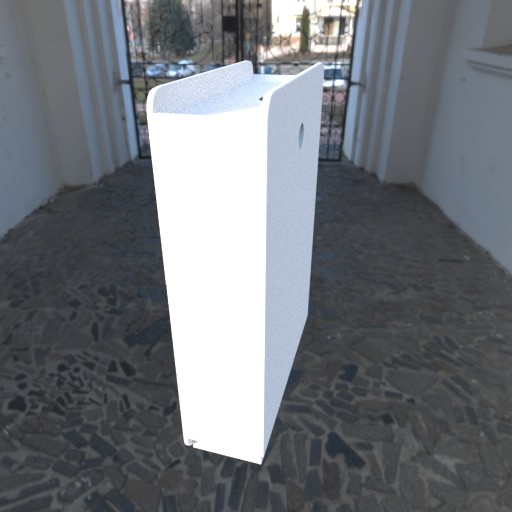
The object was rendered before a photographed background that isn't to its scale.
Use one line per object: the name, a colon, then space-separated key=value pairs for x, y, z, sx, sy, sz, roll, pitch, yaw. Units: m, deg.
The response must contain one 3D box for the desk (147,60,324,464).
desk: x=0.000 y=0.000 z=1.543 sx=0.278 sy=1.190 sz=0.795 roll=8 pitch=29 yaw=14
